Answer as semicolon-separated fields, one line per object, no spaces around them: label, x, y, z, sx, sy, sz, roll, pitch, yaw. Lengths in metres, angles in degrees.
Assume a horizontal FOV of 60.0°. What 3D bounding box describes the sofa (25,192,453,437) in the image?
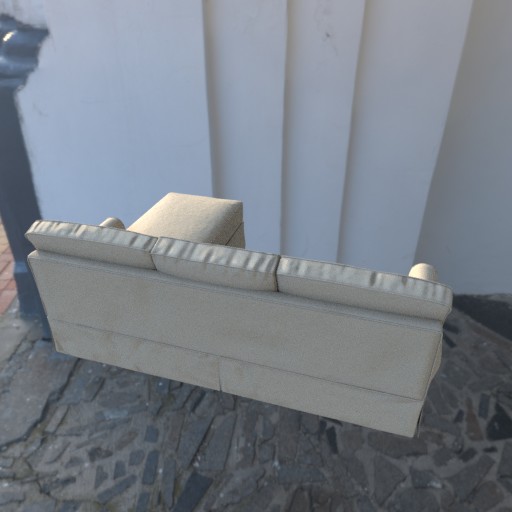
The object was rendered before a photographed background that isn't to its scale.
sofa;0.000;0.000;3.221;2.475;0.978;1.733;9;33;14
